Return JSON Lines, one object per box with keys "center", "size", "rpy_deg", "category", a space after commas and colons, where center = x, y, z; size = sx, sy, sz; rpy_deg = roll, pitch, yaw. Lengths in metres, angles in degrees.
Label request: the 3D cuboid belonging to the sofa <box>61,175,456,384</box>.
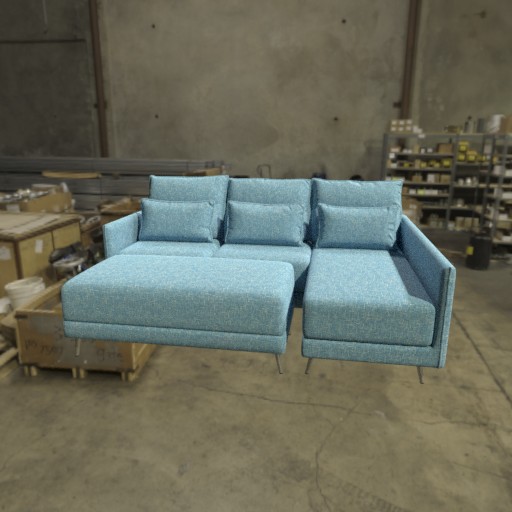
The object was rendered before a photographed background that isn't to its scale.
{"center": [0.000, 0.000, 2.822], "size": [2.034, 0.899, 1.420], "rpy_deg": [2, 15, 9], "category": "sofa"}
